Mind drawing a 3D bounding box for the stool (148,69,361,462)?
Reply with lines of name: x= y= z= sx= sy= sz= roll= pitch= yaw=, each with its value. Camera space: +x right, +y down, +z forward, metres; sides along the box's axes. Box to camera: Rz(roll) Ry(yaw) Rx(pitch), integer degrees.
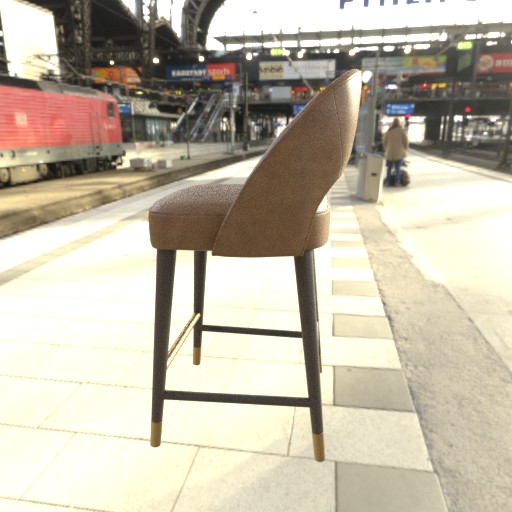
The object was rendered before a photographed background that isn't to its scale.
stool: x=0.000 y=0.000 z=1.221 sx=0.509 sy=0.940 sz=0.494 roll=2 pitch=16 yaw=7
